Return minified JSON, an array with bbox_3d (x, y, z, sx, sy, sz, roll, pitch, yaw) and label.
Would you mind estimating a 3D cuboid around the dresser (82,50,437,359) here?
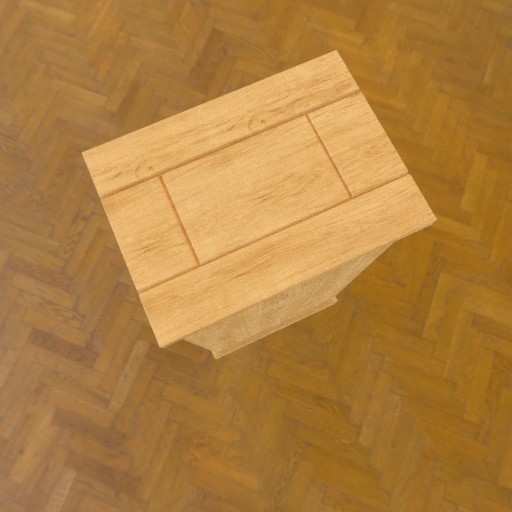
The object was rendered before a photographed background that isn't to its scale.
[{"bbox_3d":[0.000,0.000,1.309,0.531,1.041,0.390,-24,77,-6],"label":"dresser"}]
